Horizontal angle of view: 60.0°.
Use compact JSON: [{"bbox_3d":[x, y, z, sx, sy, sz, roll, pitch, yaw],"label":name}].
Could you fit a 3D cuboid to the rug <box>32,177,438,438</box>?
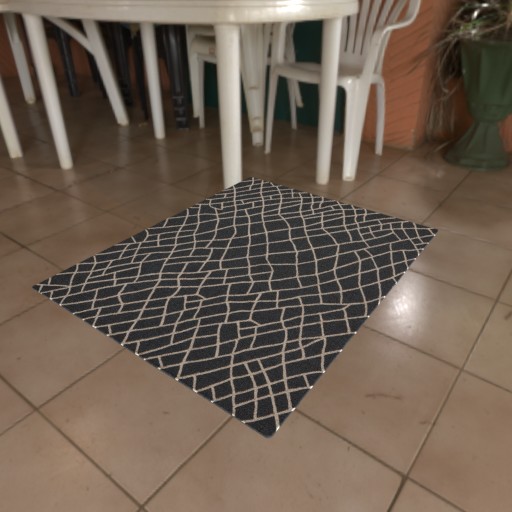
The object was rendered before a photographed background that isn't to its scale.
[{"bbox_3d":[0.000,0.000,4.134,2.439,0.022,3.047,21,38,30],"label":"rug"}]
